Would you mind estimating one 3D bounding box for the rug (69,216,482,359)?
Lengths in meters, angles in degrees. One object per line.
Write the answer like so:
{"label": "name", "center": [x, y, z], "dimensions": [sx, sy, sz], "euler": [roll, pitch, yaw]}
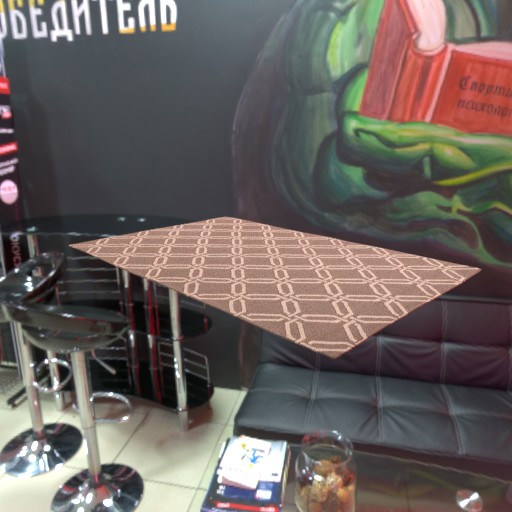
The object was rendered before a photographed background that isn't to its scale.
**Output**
{"label": "rug", "center": [0.000, 0.000, 2.190], "dimensions": [1.748, 0.010, 1.142], "euler": [15, 22, 43]}
